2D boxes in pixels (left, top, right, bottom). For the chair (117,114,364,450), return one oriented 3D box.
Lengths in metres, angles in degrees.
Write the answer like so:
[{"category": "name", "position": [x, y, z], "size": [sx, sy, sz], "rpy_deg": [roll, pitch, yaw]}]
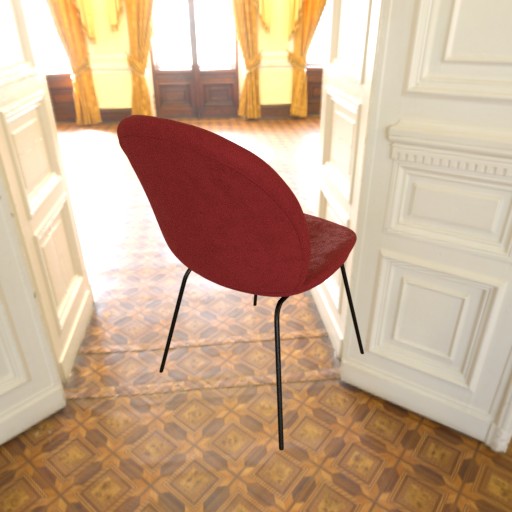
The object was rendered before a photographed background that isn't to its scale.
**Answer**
[{"category": "chair", "position": [0.000, 0.000, 1.160], "size": [0.458, 0.791, 0.587], "rpy_deg": [20, 34, 33]}]
